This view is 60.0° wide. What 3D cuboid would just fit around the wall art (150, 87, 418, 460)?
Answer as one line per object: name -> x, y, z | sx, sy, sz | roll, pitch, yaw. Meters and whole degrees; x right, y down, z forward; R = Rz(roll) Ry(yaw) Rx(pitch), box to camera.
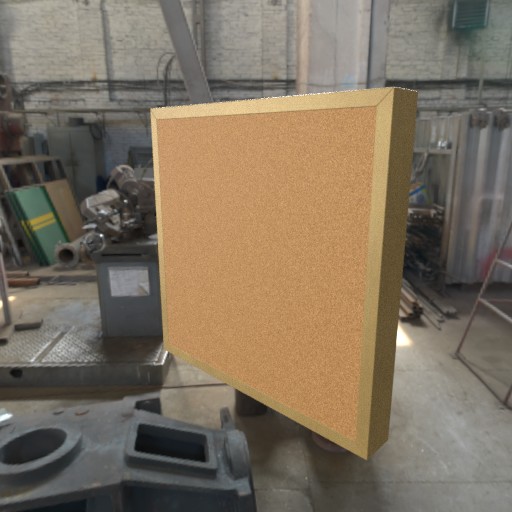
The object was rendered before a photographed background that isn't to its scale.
wall art -> 0.000, 0.000, 0.462 | 0.305, 0.305, 0.038 | 14, 20, 42
